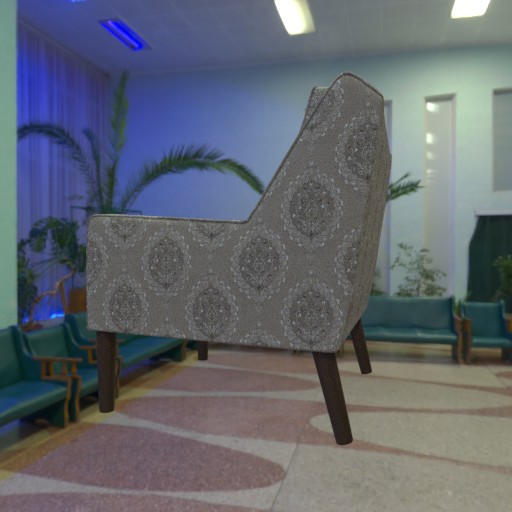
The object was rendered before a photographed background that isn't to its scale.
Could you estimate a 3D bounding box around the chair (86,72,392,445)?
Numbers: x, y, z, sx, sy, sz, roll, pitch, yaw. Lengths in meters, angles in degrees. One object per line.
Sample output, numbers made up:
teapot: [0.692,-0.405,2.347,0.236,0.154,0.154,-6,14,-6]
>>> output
chair: [0.000,0.000,1.310,0.750,0.797,0.665,0,1,19]
